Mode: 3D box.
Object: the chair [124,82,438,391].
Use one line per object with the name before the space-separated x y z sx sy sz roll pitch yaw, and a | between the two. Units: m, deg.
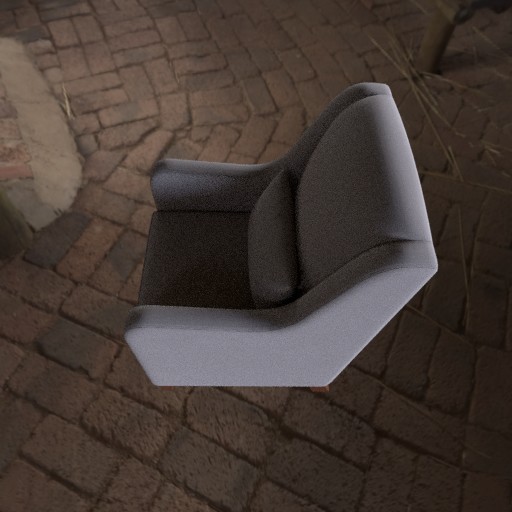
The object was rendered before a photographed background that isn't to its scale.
chair | 0.000 0.000 1.614 0.863 1.010 0.715 0 56 0
